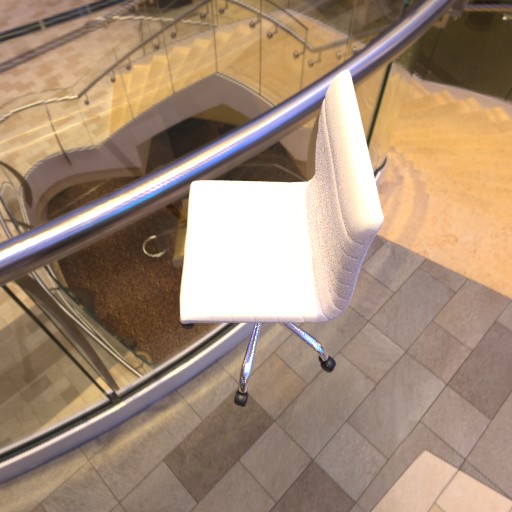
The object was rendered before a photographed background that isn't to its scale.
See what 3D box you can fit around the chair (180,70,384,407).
[{"bbox_3d":[0.000,0.000,1.057,0.455,0.750,0.520,-1,57,-1],"label":"chair"}]
